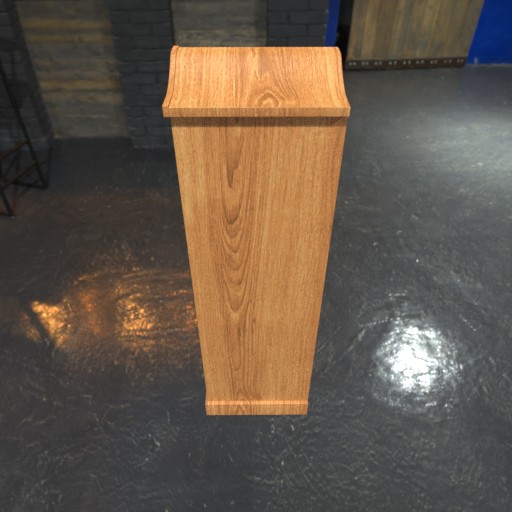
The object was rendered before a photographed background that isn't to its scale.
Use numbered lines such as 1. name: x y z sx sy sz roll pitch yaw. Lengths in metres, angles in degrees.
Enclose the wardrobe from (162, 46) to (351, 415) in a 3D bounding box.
1. wardrobe: 0.000 0.000 2.120 0.570 1.870 0.590 0 41 0
